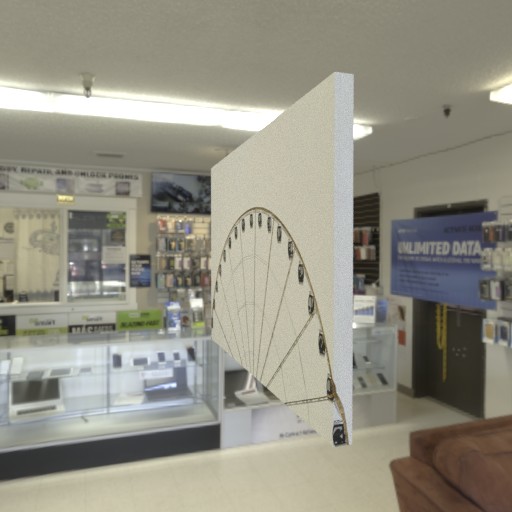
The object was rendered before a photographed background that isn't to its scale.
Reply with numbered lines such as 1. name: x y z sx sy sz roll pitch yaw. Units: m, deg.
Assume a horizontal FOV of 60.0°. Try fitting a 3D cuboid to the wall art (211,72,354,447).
1. wall art: 0.000 0.000 1.140 0.038 0.601 0.898 0 1 -18
